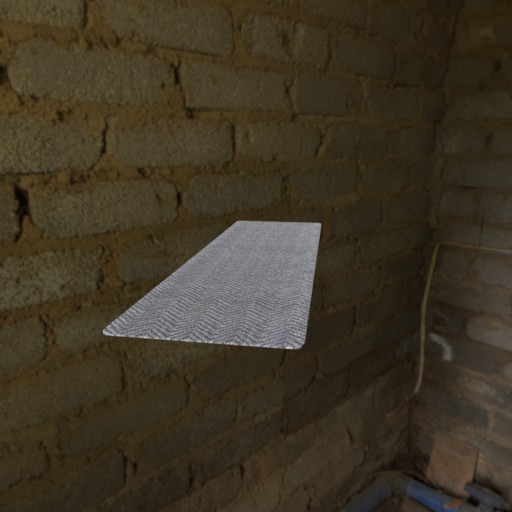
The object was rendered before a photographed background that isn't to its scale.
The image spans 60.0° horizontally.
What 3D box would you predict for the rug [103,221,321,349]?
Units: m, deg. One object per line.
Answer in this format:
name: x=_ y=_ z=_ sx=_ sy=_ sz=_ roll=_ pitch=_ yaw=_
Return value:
rug: x=0.000 y=0.000 z=2.527 sx=0.686 sy=0.008 sz=2.286 roll=2 pitch=14 yaw=9
